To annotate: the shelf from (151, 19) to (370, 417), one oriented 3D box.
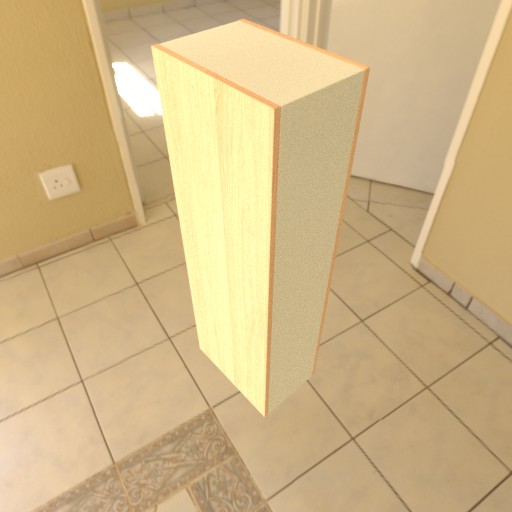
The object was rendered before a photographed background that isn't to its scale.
[{"bbox_3d":[0.000,0.000,1.000,0.197,0.882,0.290,-32,54,-28],"label":"shelf"}]
